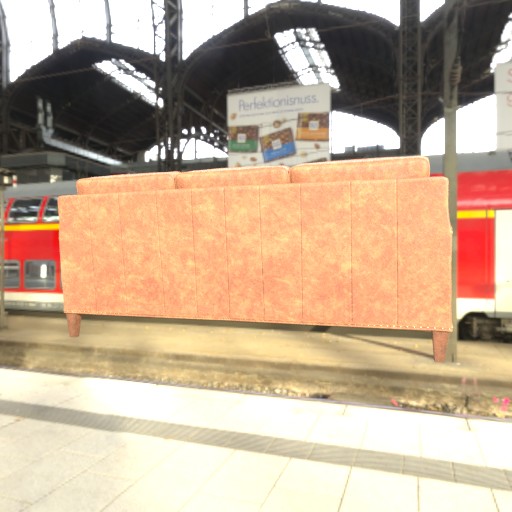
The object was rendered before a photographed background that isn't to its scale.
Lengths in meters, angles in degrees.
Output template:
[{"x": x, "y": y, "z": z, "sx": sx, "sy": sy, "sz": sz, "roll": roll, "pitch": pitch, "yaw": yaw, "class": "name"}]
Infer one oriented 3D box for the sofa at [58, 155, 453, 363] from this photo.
[{"x": 0.000, "y": 0.000, "z": 2.818, "sx": 2.246, "sy": 1.003, "sz": 1.084, "roll": 0, "pitch": 0, "yaw": 18, "class": "sofa"}]
